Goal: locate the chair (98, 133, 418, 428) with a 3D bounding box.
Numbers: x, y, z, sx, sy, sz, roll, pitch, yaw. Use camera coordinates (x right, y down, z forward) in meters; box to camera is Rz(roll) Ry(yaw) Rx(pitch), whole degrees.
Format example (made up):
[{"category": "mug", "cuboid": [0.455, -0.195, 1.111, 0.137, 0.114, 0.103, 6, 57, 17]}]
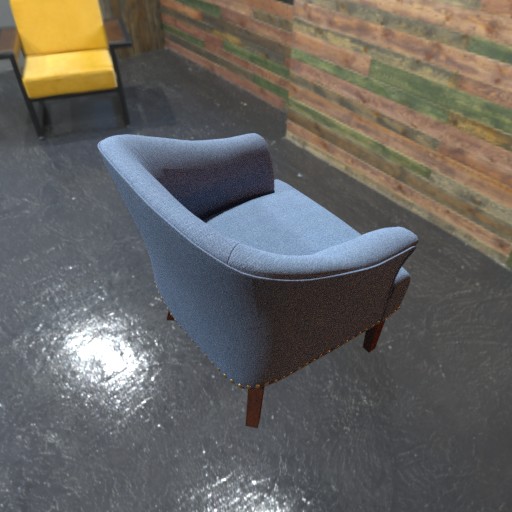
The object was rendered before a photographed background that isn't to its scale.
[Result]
[{"category": "chair", "cuboid": [0.000, 0.000, 1.401, 0.704, 0.815, 0.772, -26, 48, -26]}]
